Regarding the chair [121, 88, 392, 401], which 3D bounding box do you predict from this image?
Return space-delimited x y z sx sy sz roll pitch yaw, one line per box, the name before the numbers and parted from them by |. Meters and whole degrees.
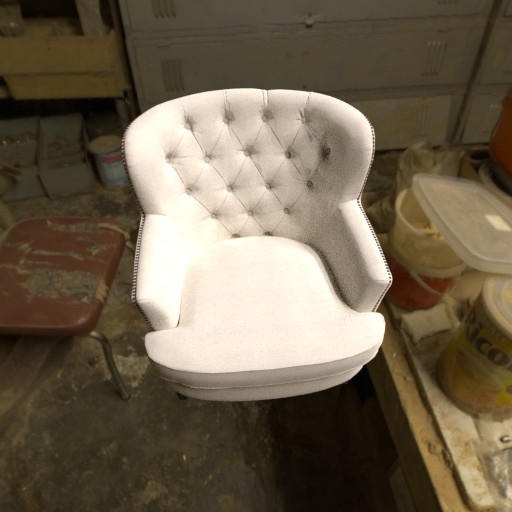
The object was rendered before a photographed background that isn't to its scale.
chair | 0.000 0.000 1.614 0.848 0.868 0.906 -4 46 -4
